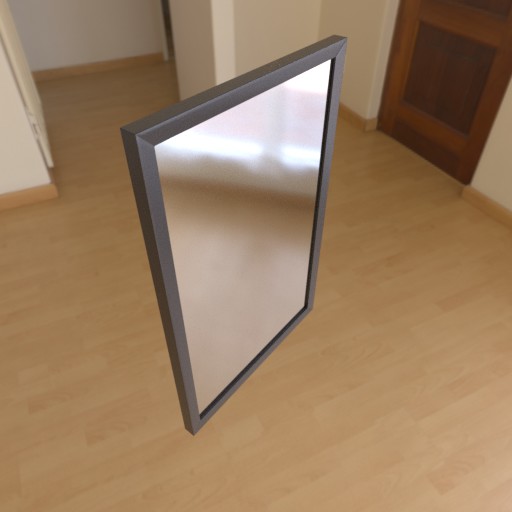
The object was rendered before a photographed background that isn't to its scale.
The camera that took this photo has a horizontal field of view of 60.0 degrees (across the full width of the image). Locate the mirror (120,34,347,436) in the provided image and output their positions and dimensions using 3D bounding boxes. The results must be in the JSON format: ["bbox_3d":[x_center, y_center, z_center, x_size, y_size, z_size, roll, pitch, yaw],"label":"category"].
[{"bbox_3d":[0.000,0.000,1.132,0.040,0.915,0.609,28,49,28],"label":"mirror"}]
